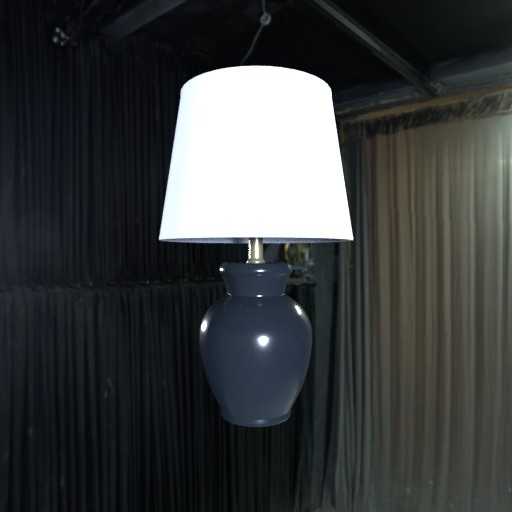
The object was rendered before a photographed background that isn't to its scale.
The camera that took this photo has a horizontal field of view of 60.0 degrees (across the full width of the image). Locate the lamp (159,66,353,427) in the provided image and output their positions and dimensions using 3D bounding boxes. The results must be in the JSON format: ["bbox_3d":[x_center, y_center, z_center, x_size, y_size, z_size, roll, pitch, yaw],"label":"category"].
[{"bbox_3d":[0.000,0.000,0.559,0.239,0.399,0.239,0,0,0],"label":"lamp"}]
